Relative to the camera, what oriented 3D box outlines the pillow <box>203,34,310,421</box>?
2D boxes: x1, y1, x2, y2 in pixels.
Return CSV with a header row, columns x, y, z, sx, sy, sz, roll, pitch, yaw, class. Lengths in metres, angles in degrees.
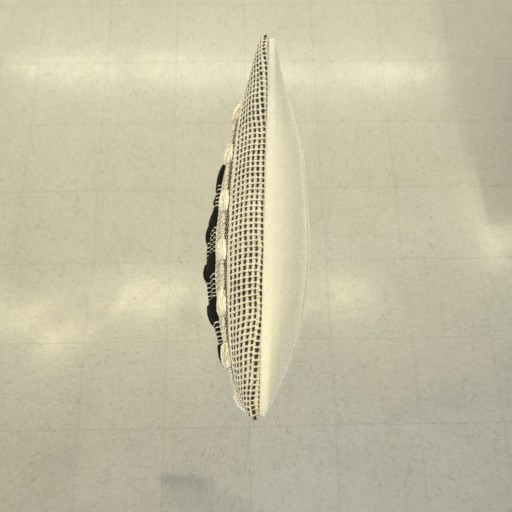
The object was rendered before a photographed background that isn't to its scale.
x,y,z,sx,sy,sz,roll,pitch,yaw,class
0.000,0.000,0.678,0.156,0.438,0.436,2,76,0,pillow
